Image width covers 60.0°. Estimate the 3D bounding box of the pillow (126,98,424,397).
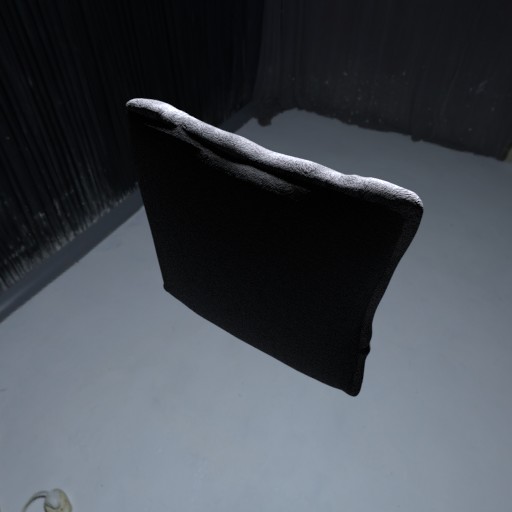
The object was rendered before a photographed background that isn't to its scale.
[{"bbox_3d":[0.000,0.000,0.833,0.522,0.520,0.204,25,51,22],"label":"pillow"}]
